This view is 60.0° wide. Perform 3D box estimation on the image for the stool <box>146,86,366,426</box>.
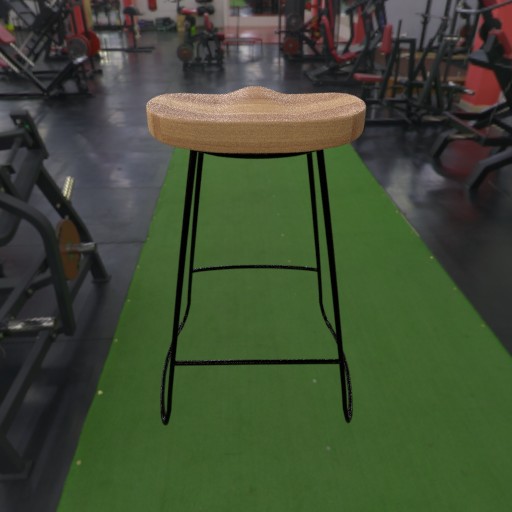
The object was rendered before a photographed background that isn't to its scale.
[{"bbox_3d":[0.000,0.000,0.984,0.480,0.679,0.401,0,31,-1],"label":"stool"}]
